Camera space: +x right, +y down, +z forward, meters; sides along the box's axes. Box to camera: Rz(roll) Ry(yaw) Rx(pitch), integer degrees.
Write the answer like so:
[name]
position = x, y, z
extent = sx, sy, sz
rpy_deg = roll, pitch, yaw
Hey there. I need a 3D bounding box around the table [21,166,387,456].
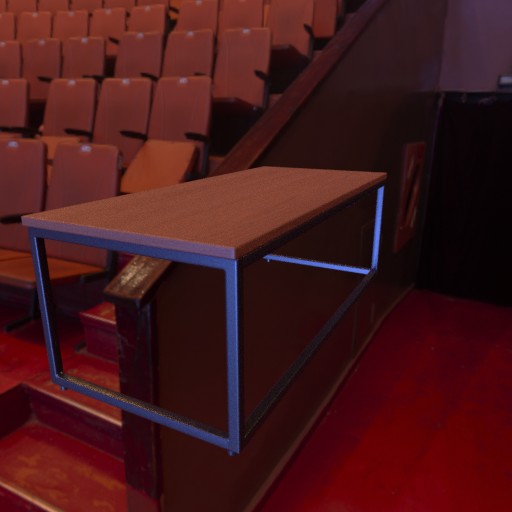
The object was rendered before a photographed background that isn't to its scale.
[table]
position = 0.000, 0.000, 1.310
extent = 0.500, 0.400, 1.100
rpy_deg = 9, 19, 26
